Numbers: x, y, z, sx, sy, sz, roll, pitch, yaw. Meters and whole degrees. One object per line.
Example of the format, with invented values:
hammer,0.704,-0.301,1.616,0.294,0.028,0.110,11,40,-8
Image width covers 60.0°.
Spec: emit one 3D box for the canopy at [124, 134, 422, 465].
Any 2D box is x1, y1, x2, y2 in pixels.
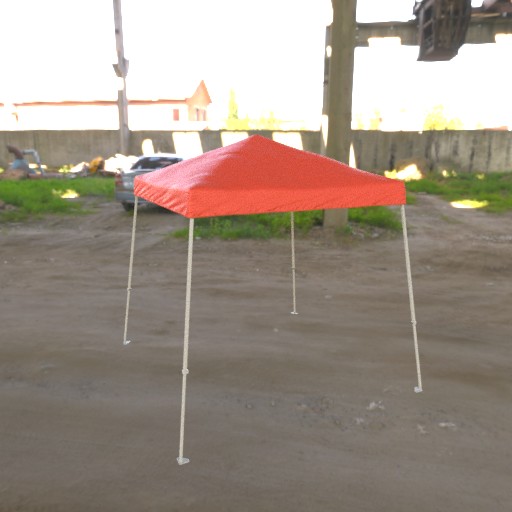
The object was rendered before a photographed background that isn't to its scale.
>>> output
canopy,0.000,0.000,5.387,2.849,2.850,2.850,-6,14,-25
